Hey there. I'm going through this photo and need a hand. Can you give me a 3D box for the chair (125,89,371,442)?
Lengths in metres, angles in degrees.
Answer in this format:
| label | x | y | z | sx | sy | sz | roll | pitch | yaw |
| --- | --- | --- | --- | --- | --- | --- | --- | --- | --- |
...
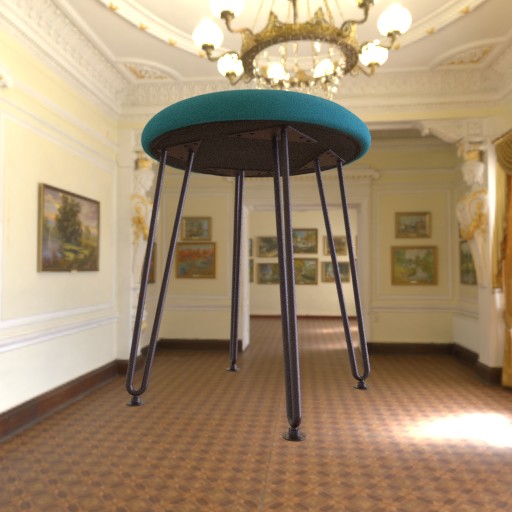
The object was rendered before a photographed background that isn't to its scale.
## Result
| label | x | y | z | sx | sy | sz | roll | pitch | yaw |
| --- | --- | --- | --- | --- | --- | --- | --- | --- | --- |
| chair | 0.000 | 0.000 | 0.691 | 0.350 | 0.430 | 0.350 | -1 | -2 | 19 |
